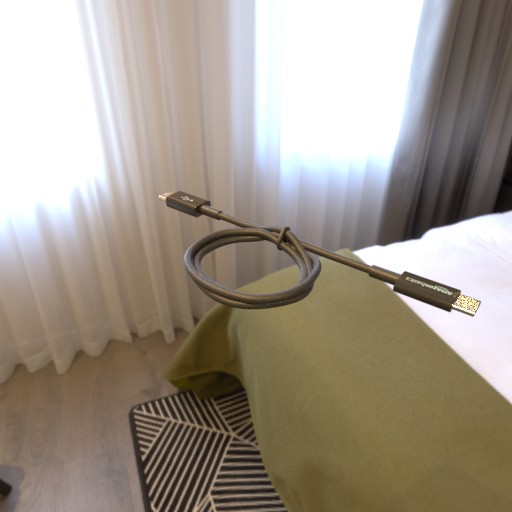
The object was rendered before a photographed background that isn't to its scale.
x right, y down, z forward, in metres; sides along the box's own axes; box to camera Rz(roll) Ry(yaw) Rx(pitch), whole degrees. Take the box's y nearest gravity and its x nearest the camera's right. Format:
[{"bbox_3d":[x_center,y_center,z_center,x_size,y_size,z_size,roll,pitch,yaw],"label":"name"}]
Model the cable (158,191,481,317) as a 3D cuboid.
[{"bbox_3d":[0.000,0.000,0.215,0.192,0.014,0.070,22,38,31],"label":"cable"}]
